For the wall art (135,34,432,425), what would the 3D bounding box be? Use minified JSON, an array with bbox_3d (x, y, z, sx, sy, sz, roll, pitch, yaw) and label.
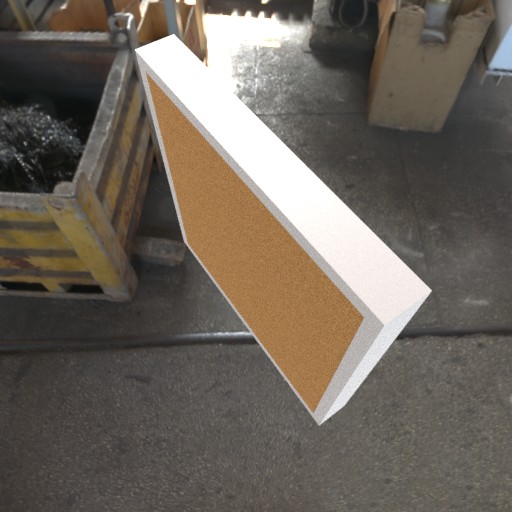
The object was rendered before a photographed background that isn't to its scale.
[{"bbox_3d":[0.000,0.000,0.447,0.038,0.302,0.305,-31,64,-17],"label":"wall art"}]
